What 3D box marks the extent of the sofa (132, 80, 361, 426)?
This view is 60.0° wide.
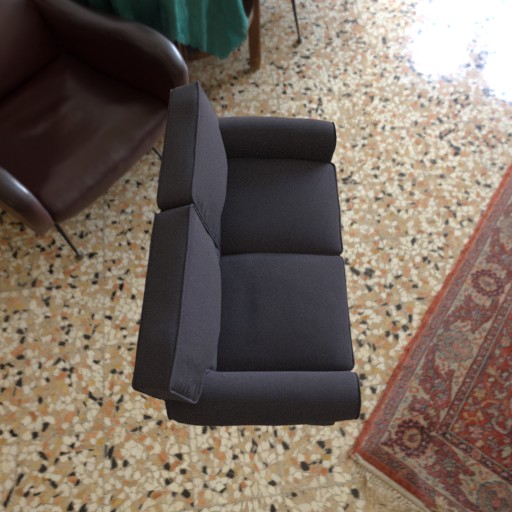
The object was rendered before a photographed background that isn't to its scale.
[{"bbox_3d":[0.000,0.000,2.470,0.997,1.059,1.801,0,63,0],"label":"sofa"}]
